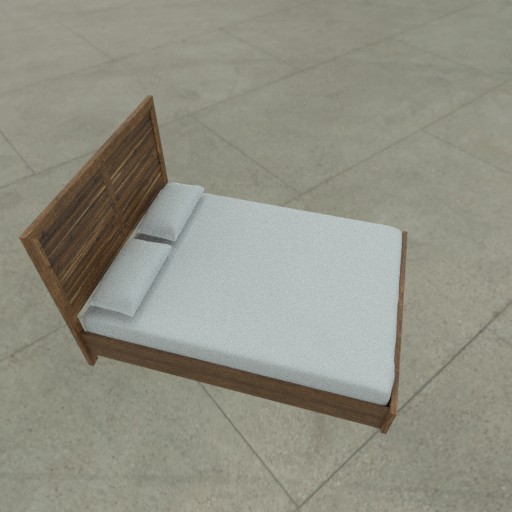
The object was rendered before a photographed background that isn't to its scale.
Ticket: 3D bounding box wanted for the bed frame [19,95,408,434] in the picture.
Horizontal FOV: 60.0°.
[{"bbox_3d":[0.000,0.000,3.333,2.276,1.417,1.696,11,48,10],"label":"bed frame"}]
